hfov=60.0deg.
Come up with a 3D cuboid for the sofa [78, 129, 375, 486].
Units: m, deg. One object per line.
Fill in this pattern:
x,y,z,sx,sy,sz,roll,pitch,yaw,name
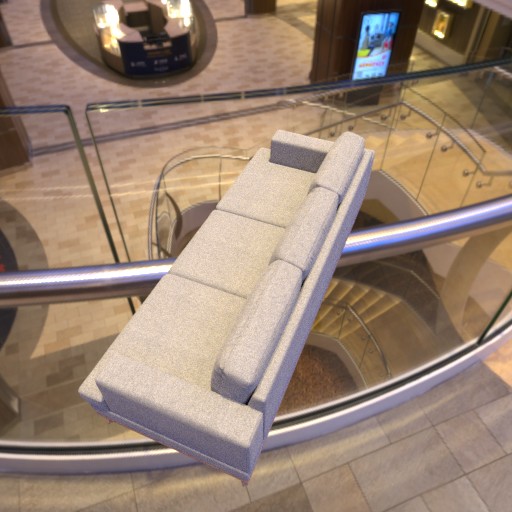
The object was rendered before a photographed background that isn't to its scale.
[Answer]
0.000,0.000,2.731,0.920,0.810,2.310,17,49,16,sofa
